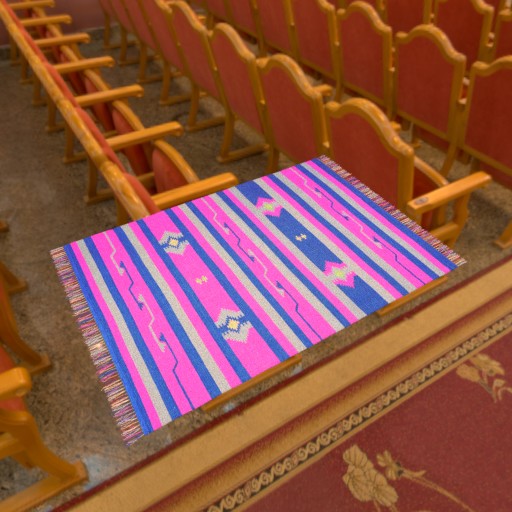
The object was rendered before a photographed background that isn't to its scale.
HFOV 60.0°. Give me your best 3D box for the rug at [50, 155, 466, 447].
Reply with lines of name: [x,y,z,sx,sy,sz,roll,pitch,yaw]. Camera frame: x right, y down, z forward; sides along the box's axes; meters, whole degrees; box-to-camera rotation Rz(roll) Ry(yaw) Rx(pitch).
rug: [0.000,0.000,2.939,2.350,0.013,1.539,-23,49,-22]
